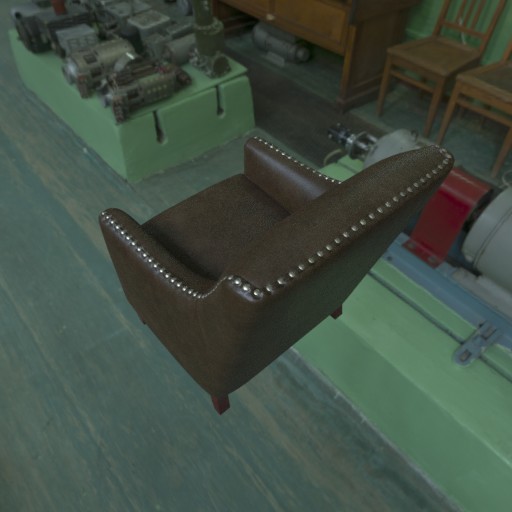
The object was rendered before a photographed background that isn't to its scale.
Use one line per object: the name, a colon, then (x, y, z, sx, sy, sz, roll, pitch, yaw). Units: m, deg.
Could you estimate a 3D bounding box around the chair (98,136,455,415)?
chair: (0.000, 0.000, 1.316, 0.639, 0.813, 0.704, -33, 56, -27)
